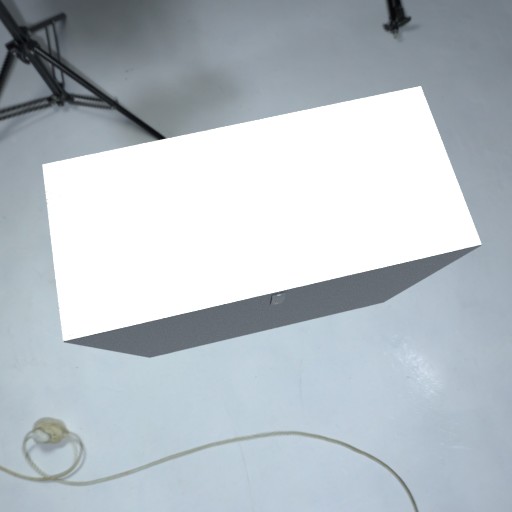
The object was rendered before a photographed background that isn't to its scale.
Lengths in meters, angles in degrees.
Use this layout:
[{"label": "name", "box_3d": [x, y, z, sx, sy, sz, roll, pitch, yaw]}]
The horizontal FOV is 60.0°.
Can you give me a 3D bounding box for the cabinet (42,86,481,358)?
[{"label": "cabinet", "box_3d": [0.000, 0.000, 1.229, 0.781, 0.787, 0.370, -13, 75, -3]}]
